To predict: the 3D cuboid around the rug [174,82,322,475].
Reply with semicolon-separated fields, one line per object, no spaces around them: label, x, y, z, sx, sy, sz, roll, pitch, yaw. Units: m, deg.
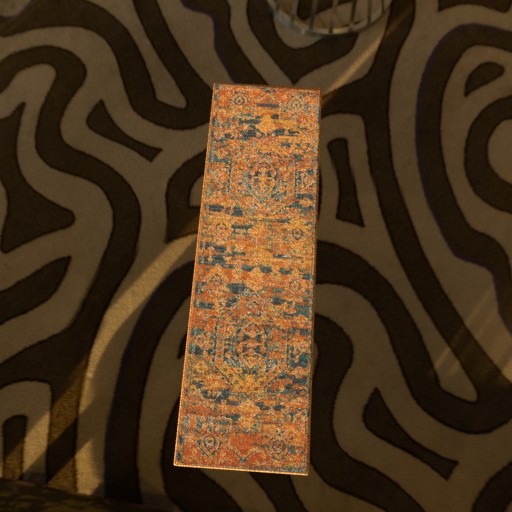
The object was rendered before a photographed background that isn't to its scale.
rug;0.000;0.000;2.046;0.556;0.013;1.820;4;75;1
